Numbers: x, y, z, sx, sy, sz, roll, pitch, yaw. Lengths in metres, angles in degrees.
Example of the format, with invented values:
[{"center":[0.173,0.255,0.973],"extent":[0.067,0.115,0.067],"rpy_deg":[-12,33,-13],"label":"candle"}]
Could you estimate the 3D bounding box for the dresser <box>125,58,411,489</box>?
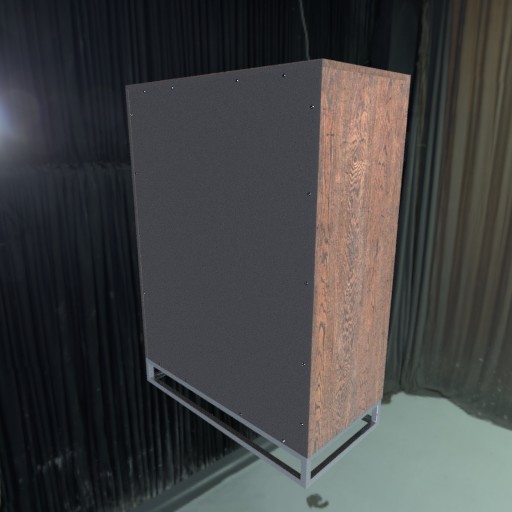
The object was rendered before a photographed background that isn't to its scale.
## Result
[{"center":[0.000,0.000,1.790],"extent":[0.965,1.321,0.508],"rpy_deg":[15,21,42],"label":"dresser"}]
